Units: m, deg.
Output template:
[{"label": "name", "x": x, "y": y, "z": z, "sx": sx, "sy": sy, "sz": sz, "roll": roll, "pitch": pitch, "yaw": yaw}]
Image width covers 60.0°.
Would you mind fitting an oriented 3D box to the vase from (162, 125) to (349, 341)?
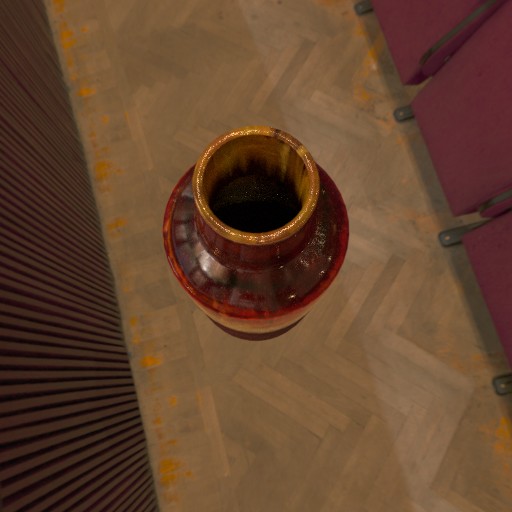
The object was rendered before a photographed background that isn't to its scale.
[{"label": "vase", "x": 0.000, "y": 0.000, "z": 0.324, "sx": 0.111, "sy": 0.261, "sz": 0.111, "roll": 0, "pitch": 75, "yaw": 0}]
